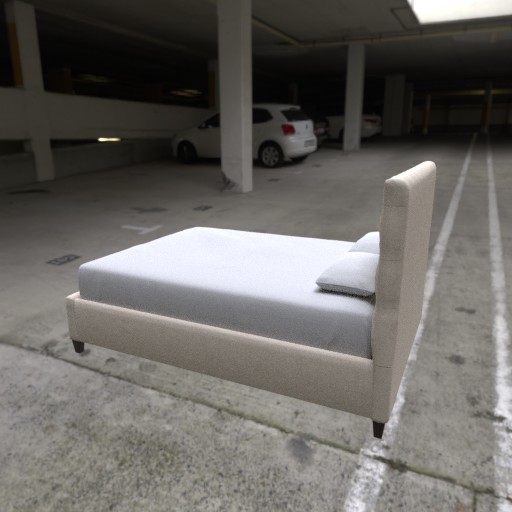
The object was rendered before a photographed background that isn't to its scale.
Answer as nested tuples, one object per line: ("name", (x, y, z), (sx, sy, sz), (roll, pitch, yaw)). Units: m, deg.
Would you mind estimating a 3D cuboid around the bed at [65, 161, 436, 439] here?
("bed", (0.000, 0.000, 3.462), (2.387, 1.427, 1.698), (7, 17, 25))
